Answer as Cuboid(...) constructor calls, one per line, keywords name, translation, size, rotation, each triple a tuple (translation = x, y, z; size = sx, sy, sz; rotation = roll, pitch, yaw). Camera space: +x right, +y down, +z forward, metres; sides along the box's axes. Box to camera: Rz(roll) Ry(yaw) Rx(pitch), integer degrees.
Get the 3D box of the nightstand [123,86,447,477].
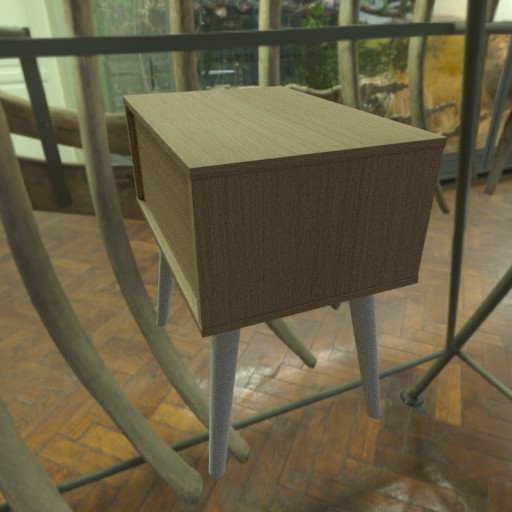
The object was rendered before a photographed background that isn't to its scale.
Cuboid(name="nightstand", translation=(0.000, 0.000, 0.969), size=(0.407, 0.610, 0.571), rotation=(-11, 31, -20))
